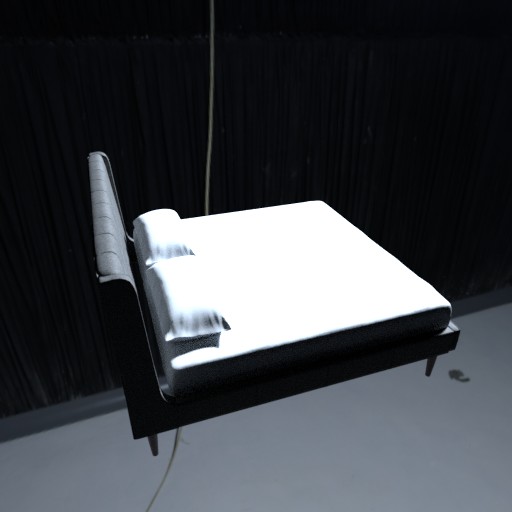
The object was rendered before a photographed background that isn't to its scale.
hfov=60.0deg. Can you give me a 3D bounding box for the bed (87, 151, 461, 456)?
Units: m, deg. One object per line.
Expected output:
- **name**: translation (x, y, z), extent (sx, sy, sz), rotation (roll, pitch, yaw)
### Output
- **bed**: translation (0.000, 0.000, 2.512), extent (1.638, 0.933, 1.531), rotation (-10, 31, -17)
